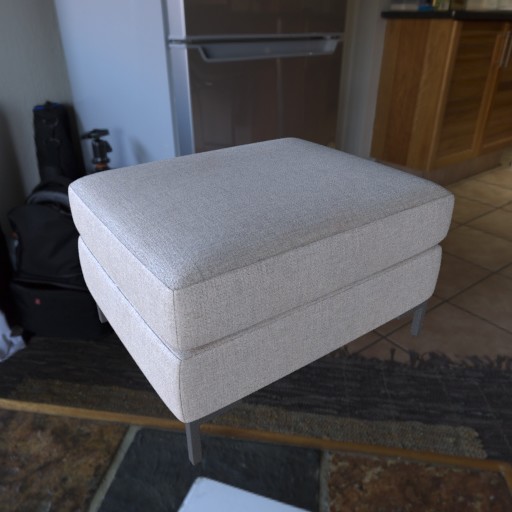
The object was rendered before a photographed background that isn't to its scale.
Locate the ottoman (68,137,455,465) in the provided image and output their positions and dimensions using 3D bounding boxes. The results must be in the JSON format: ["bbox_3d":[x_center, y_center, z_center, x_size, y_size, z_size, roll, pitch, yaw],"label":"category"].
[{"bbox_3d":[0.000,0.000,1.237,0.820,0.490,0.671,-19,34,-30],"label":"ottoman"}]
